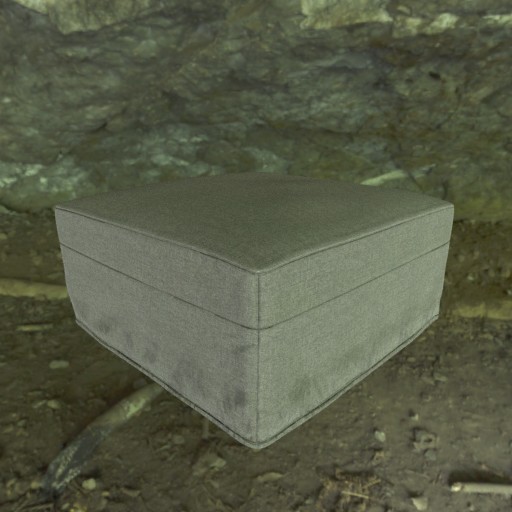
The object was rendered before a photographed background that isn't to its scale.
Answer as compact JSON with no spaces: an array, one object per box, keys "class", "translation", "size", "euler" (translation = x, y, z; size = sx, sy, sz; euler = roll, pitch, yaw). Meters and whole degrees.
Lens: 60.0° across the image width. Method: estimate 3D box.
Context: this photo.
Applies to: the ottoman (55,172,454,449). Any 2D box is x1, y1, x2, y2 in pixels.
[{"class":"ottoman","translation":[0.000,0.000,1.319],"size":[0.840,0.436,0.843],"euler":[16,24,42]}]
